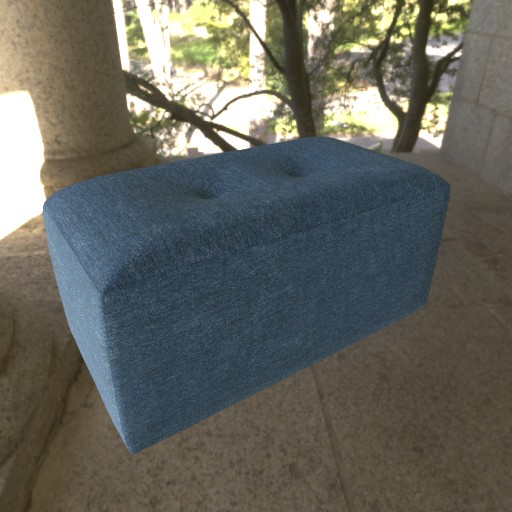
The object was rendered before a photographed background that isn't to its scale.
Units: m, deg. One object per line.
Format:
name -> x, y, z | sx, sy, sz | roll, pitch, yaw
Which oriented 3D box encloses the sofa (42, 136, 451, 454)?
sofa -> 0.000, 0.000, 1.174 | 0.930, 0.470, 0.480 | -18, 34, -29
